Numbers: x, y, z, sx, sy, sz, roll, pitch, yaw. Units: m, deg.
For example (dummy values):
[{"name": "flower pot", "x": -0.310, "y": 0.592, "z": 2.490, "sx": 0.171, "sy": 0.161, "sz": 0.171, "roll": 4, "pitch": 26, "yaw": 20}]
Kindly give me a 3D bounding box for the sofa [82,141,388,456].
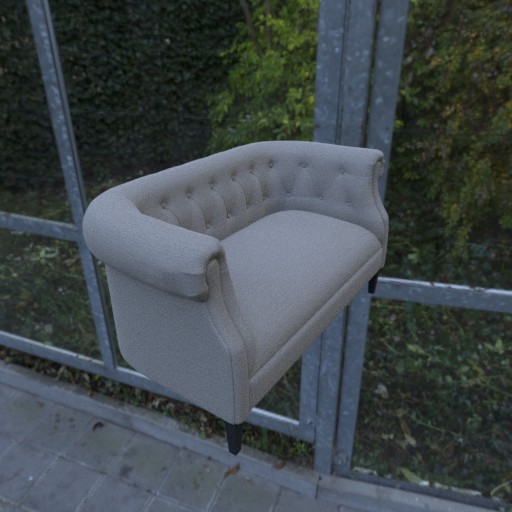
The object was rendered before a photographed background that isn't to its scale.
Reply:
[{"name": "sofa", "x": 0.000, "y": 0.000, "z": 2.107, "sx": 0.835, "sy": 0.827, "sz": 1.558, "roll": 17, "pitch": 31, "yaw": 30}]
